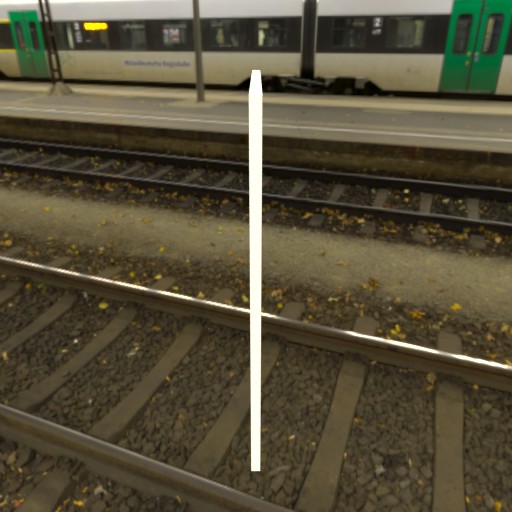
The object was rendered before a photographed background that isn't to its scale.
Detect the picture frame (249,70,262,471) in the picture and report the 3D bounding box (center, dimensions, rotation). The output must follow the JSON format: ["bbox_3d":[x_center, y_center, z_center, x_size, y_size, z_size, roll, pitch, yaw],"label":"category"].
[{"bbox_3d":[0.000,0.000,0.618,0.011,0.459,0.326,0,26,0],"label":"picture frame"}]
